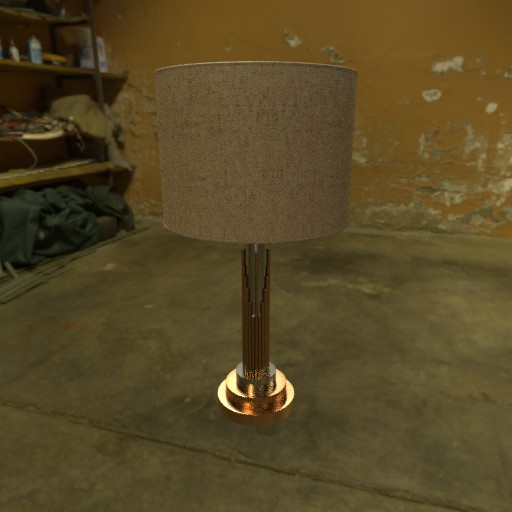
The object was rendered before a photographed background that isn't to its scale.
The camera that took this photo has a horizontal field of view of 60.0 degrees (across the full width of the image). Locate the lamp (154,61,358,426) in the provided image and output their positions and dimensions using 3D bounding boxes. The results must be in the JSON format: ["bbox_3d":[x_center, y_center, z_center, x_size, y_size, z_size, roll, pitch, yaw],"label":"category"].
[{"bbox_3d":[0.000,0.000,0.802,0.321,0.610,0.321,-8,19,-25],"label":"lamp"}]
